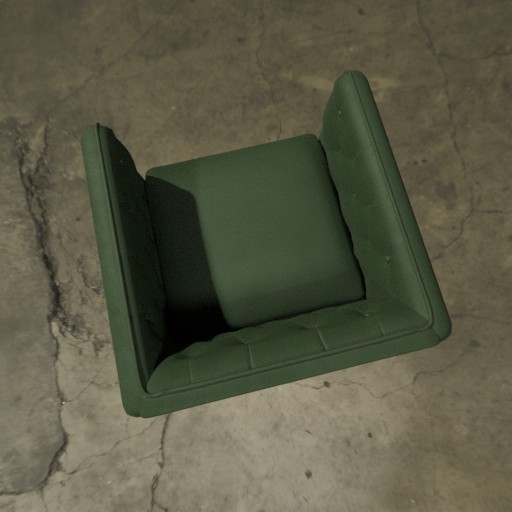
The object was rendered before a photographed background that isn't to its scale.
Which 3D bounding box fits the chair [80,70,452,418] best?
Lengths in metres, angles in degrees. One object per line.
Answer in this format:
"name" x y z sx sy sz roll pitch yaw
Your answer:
"chair" 0.000 0.000 1.567 0.917 0.768 0.855 -13 76 -3
